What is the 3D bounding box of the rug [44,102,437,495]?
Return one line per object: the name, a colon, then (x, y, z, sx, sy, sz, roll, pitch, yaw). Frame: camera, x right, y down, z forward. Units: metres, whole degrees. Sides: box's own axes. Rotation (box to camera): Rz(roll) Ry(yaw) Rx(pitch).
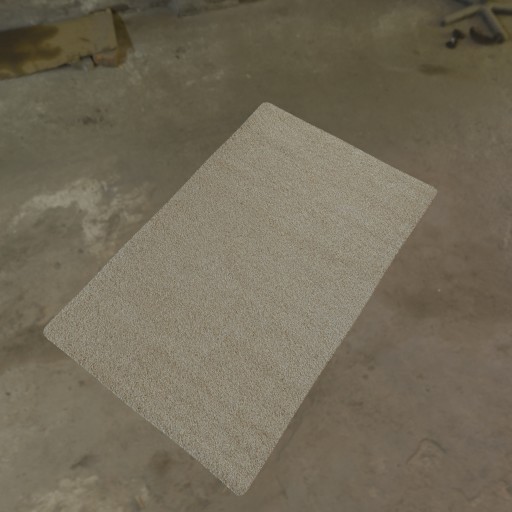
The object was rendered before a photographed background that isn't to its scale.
rug: (0.000, 0.000, 2.898, 1.500, 0.026, 2.349, 32, 67, 16)
